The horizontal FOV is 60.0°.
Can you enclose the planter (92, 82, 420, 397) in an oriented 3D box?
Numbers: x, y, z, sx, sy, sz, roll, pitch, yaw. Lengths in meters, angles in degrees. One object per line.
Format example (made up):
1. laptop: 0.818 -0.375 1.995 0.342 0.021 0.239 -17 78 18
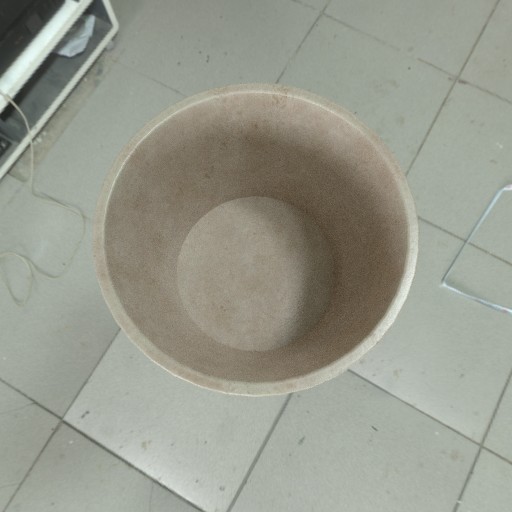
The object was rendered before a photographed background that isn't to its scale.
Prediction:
1. planter: 0.000 0.000 0.283 0.164 0.127 0.164 0 76 0
